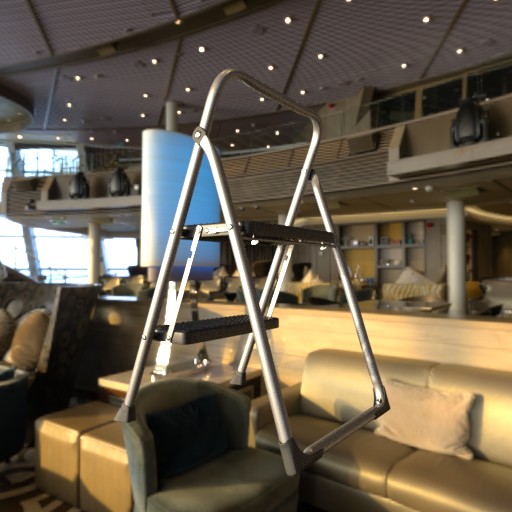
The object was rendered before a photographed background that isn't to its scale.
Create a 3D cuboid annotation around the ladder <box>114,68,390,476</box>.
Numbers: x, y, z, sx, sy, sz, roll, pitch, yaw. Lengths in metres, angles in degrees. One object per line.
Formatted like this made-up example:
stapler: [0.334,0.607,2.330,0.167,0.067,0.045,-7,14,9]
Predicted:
ladder: [0.000,0.000,1.012,0.472,0.720,0.430,-1,-2,37]
